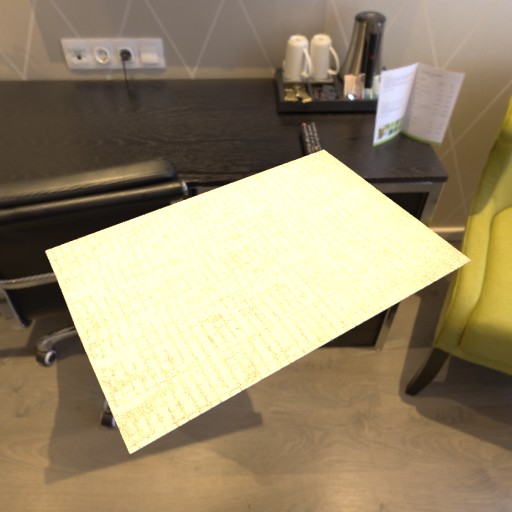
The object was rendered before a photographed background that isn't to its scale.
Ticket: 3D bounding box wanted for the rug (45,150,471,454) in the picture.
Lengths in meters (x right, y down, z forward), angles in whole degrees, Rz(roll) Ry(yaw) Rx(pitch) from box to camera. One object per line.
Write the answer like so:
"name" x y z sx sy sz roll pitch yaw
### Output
"rug" 0.000 0.000 2.278 1.827 0.007 1.211 -24 50 -22
